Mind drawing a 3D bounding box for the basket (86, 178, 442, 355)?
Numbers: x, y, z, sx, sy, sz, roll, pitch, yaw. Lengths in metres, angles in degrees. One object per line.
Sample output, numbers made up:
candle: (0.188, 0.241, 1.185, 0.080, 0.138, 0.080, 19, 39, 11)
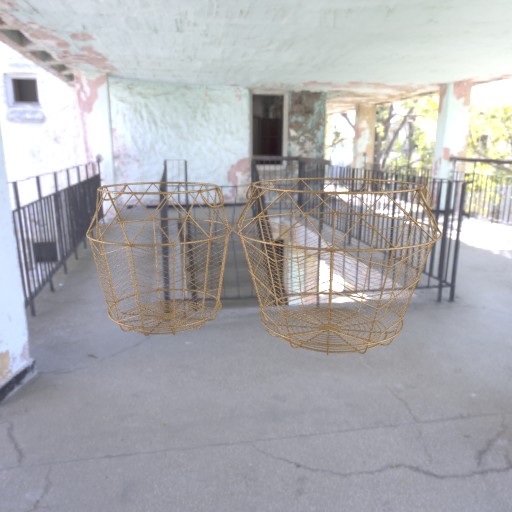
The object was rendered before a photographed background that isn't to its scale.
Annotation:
basket: (0.000, 0.000, 1.043, 0.805, 0.343, 0.451, 3, 14, 10)
